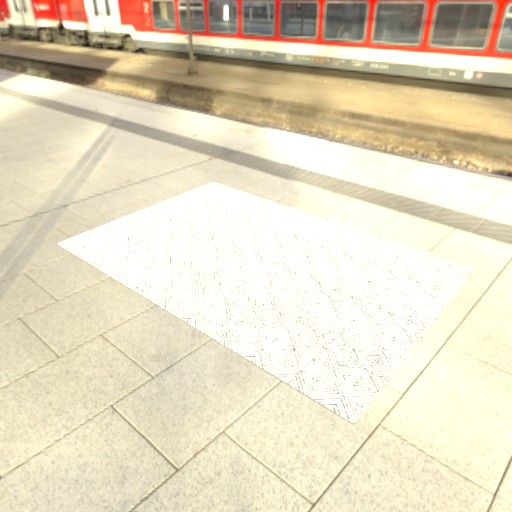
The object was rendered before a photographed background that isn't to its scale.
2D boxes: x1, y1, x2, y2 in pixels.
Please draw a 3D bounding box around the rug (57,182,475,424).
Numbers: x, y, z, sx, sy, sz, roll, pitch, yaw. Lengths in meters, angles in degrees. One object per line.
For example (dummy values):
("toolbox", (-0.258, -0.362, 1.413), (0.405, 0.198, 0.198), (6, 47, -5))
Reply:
("rug", (0.000, 0.000, 2.251), (1.783, 0.008, 1.175), (23, 38, 34))
